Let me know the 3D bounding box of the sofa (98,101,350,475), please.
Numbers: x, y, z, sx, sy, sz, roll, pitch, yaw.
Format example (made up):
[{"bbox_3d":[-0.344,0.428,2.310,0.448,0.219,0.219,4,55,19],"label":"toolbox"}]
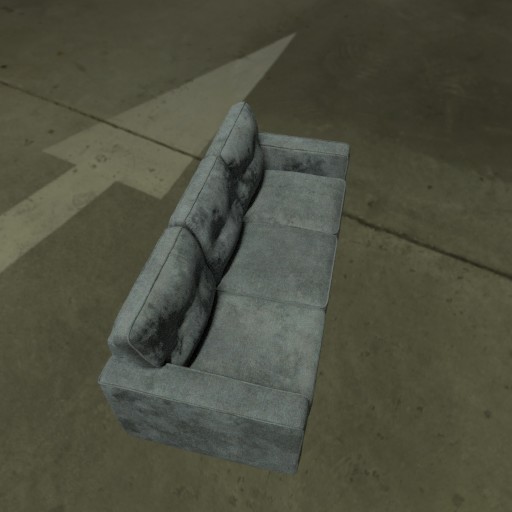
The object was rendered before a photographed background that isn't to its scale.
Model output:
[{"bbox_3d":[0.000,0.000,2.668,0.939,0.965,2.133,10,48,9],"label":"sofa"}]
